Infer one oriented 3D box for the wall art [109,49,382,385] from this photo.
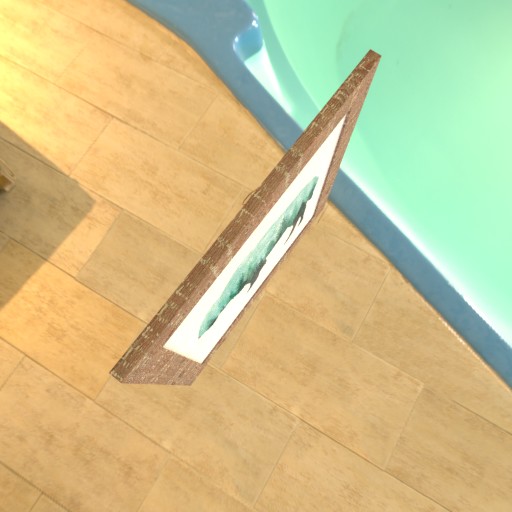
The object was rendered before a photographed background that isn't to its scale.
[{"bbox_3d":[0.000,0.000,0.570,0.022,0.380,0.380,35,77,10],"label":"wall art"}]
